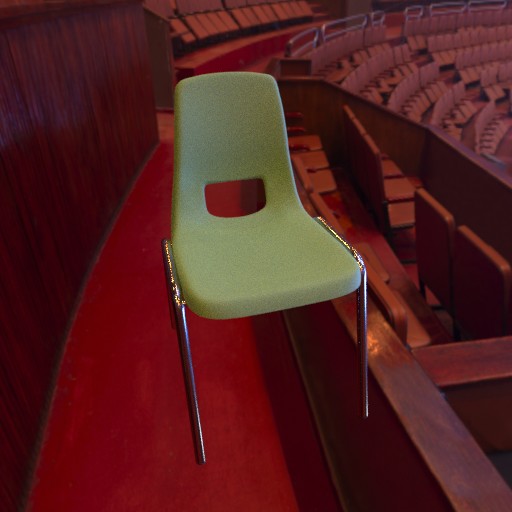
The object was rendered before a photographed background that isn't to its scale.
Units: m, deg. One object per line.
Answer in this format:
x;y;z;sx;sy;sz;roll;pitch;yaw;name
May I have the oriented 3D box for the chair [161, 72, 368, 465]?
0.000;0.000;0.924;0.381;0.653;0.436;-9;33;-15;chair
